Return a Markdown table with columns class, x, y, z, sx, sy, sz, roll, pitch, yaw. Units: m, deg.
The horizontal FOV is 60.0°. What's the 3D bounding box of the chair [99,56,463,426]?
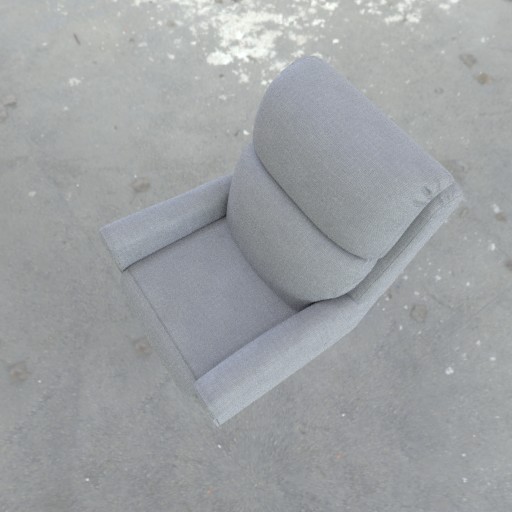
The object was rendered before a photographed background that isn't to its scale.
| class | x | y | z | sx | sy | sz | roll | pitch | yaw |
| --- | --- | --- | --- | --- | --- | --- | --- | --- | --- |
| chair | 0.000 | 0.000 | 1.707 | 1.014 | 1.054 | 0.838 | -32 | 67 | -15 |
